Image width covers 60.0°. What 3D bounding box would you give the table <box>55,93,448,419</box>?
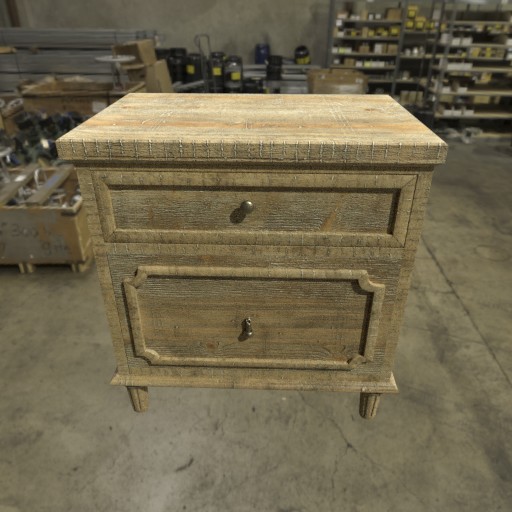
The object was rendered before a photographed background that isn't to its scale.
[{"bbox_3d":[0.000,0.000,1.132,0.686,0.711,0.457,1,30,2],"label":"table"}]
